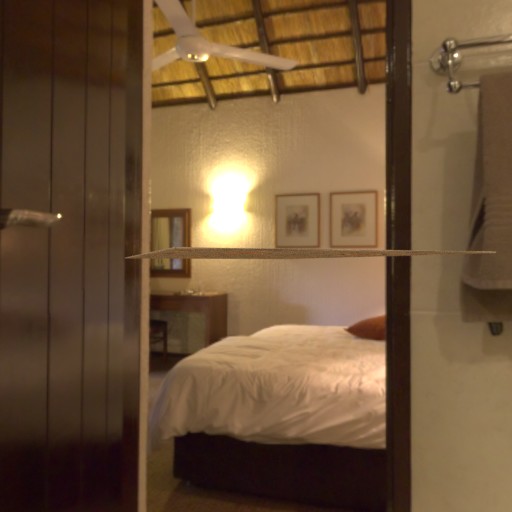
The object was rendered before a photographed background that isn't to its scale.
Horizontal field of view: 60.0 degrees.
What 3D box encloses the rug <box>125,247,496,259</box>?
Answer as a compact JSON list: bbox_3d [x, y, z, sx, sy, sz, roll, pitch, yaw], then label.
[{"bbox_3d":[0.000,0.000,2.961,1.515,0.007,2.427,0,-1,-20],"label":"rug"}]
